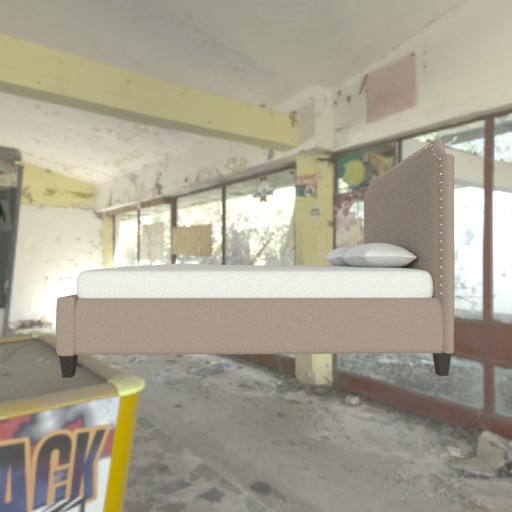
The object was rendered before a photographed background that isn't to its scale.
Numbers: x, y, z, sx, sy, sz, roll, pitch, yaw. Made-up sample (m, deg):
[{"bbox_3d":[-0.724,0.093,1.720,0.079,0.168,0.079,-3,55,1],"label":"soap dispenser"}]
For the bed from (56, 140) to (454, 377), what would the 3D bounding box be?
[{"bbox_3d":[0.000,0.000,3.438,2.372,1.443,1.713,0,0,-1],"label":"bed"}]
